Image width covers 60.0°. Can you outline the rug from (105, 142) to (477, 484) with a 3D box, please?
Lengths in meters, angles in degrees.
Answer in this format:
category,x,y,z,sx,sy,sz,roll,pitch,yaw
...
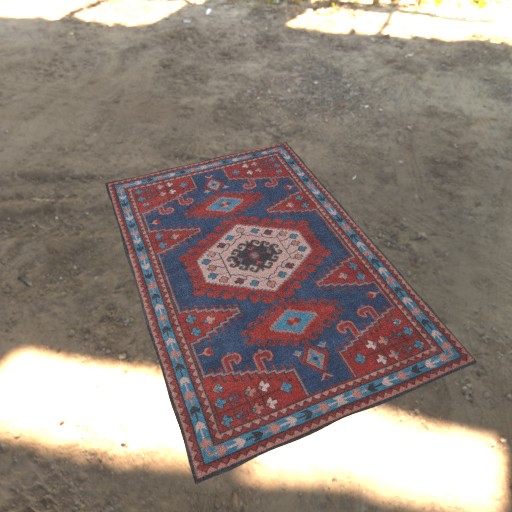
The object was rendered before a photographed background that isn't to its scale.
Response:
category,x,y,z,sx,sy,sz,roll,pitch,yaw
rug,0.000,0.000,2.233,1.207,0.012,1.820,-17,48,-16
